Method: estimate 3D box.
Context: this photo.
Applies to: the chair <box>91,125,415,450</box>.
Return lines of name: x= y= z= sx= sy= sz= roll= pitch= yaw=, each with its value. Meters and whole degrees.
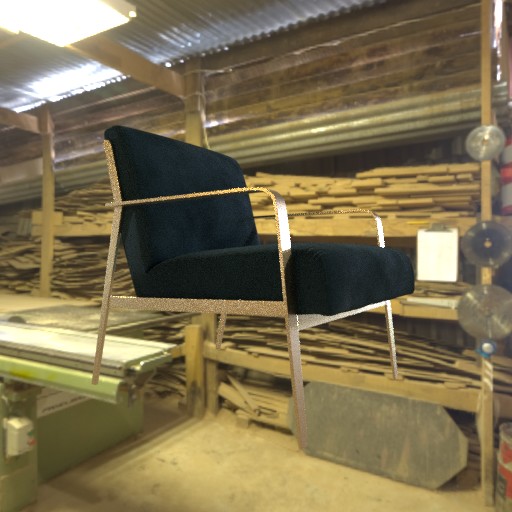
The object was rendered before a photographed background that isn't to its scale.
chair: x=0.000 y=0.000 z=1.440 sx=0.859 sy=0.831 sz=0.692 roll=0 pitch=1 yaw=35
